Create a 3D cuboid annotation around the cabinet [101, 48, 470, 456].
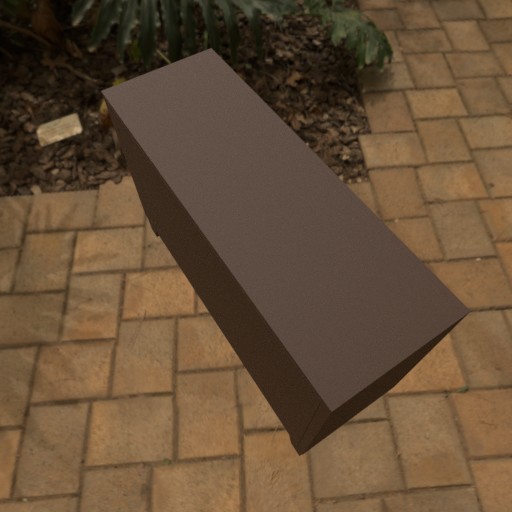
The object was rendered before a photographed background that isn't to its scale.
[{"bbox_3d":[0.000,0.000,1.831,0.482,0.914,1.396,-29,63,-16],"label":"cabinet"}]
